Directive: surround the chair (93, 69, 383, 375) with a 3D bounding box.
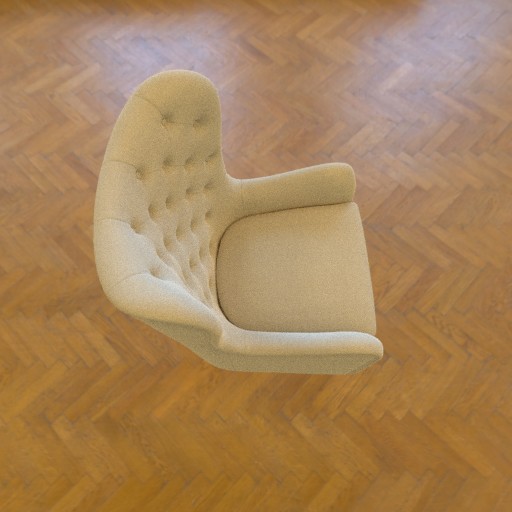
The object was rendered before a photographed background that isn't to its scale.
[{"bbox_3d":[0.000,0.000,1.702,0.929,1.079,0.831,-2,65,-1],"label":"chair"}]
